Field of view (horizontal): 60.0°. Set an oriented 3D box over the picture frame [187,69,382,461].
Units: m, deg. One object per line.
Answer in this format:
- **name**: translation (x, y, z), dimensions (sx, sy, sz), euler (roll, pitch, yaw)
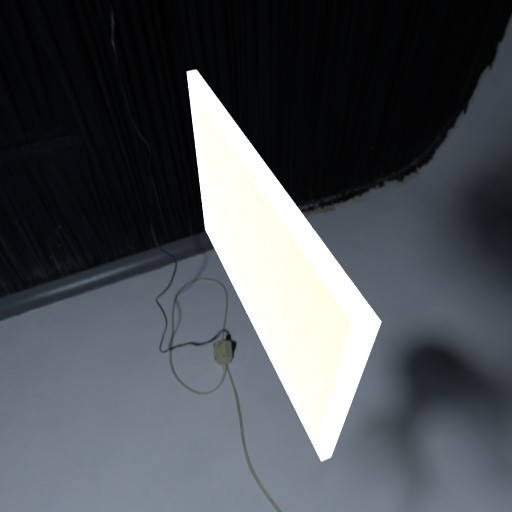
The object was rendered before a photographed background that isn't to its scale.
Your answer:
- **picture frame**: translation (0.000, 0.000, 1.231), dimensions (0.029, 0.640, 0.950), euler (-18, 50, -15)
